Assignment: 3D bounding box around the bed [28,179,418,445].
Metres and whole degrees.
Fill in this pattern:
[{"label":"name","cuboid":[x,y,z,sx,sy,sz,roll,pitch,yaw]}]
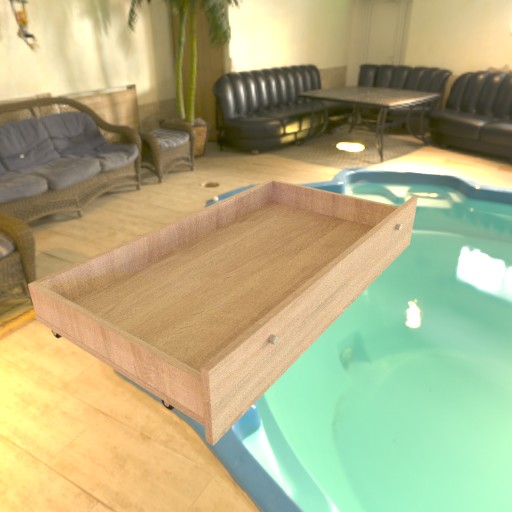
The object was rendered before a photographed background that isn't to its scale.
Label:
[{"label":"bed","cuboid":[0.000,0.000,1.482,0.685,0.209,1.200,18,32,32]}]
